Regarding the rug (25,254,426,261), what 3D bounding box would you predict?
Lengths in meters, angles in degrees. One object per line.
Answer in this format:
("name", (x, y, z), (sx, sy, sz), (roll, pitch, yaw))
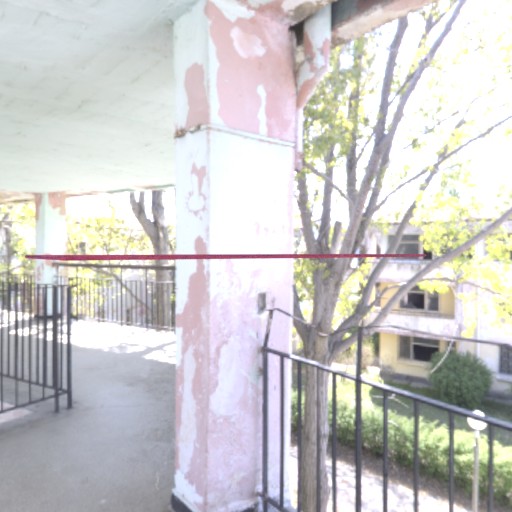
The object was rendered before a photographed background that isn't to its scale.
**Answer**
("rug", (0.000, 0.000, 2.745), (2.439, 0.018, 0.813), (0, 1, -37))
